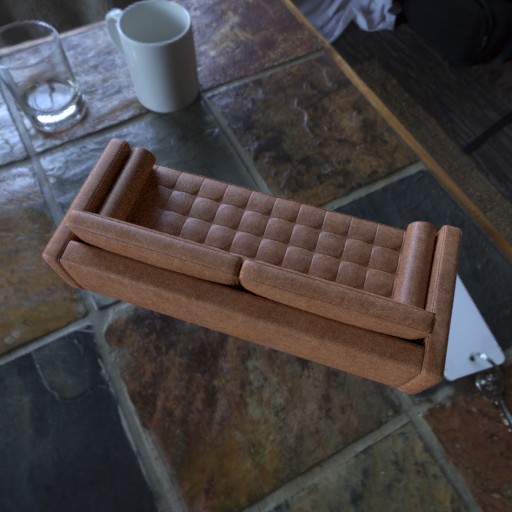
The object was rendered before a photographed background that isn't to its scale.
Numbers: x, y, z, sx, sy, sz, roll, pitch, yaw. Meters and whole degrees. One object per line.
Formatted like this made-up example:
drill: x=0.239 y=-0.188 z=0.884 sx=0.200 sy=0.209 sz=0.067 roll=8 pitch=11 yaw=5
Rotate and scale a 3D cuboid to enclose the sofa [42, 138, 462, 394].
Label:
sofa: x=0.000 y=0.000 z=2.631 sx=2.200 sy=0.770 sz=0.919 roll=16 pitch=65 yaw=8
